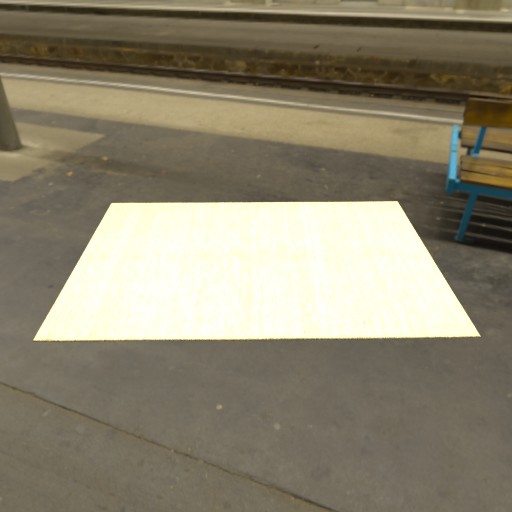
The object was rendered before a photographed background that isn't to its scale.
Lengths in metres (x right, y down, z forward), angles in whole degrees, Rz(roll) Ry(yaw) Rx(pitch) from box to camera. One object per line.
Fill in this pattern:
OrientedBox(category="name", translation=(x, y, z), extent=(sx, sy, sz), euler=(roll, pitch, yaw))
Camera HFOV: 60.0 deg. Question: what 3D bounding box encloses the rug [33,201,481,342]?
OrientedBox(category="rug", translation=(0.000, 0.000, 2.349), extent=(1.850, 0.015, 1.250), euler=(0, 34, -1))
